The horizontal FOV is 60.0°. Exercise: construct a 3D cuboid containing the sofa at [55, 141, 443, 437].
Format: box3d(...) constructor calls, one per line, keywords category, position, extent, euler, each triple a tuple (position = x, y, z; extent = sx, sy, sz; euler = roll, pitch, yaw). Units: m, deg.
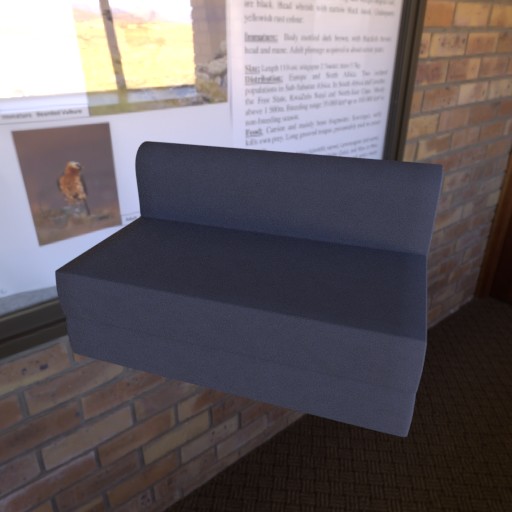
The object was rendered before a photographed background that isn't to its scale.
box3d(category="sofa", position=(0.000, 0.000, 1.654), extent=(1.219, 0.660, 0.762), euler=(9, 28, 17))
